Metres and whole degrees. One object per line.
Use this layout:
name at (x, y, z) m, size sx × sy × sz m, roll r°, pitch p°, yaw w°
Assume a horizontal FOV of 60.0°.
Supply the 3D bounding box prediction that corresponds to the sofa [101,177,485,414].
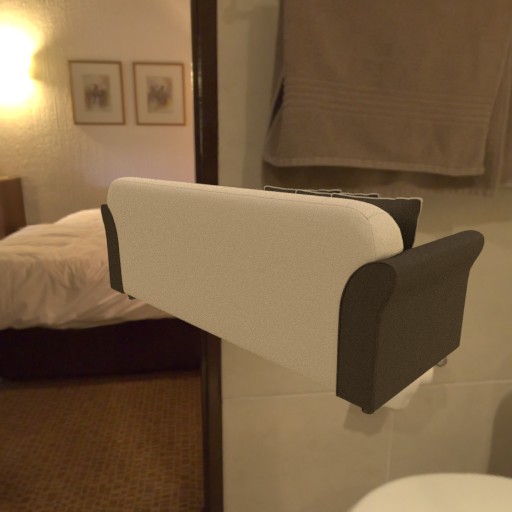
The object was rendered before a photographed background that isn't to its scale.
sofa at (0.000, 0.000, 2.357) m, size 0.755 × 0.787 × 2.001 m, roll -13°, pitch 19°, yaw -43°
